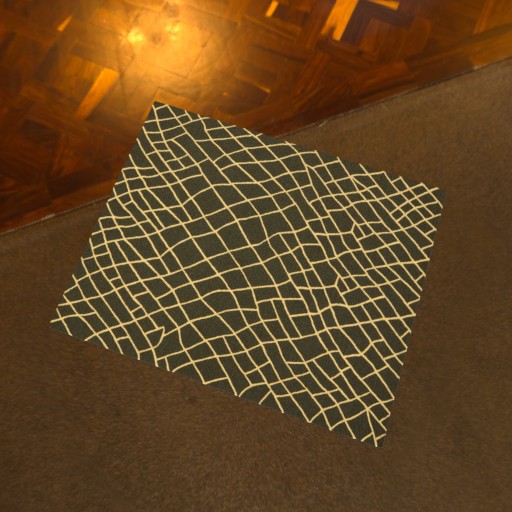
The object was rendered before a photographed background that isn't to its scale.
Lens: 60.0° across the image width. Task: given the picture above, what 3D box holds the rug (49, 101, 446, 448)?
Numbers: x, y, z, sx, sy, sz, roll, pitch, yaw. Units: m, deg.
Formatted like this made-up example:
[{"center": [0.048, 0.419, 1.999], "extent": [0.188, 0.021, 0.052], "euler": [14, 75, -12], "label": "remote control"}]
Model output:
[{"center": [0.000, 0.000, 4.094], "extent": [3.047, 0.022, 2.439], "euler": [18, 75, 5], "label": "rug"}]
